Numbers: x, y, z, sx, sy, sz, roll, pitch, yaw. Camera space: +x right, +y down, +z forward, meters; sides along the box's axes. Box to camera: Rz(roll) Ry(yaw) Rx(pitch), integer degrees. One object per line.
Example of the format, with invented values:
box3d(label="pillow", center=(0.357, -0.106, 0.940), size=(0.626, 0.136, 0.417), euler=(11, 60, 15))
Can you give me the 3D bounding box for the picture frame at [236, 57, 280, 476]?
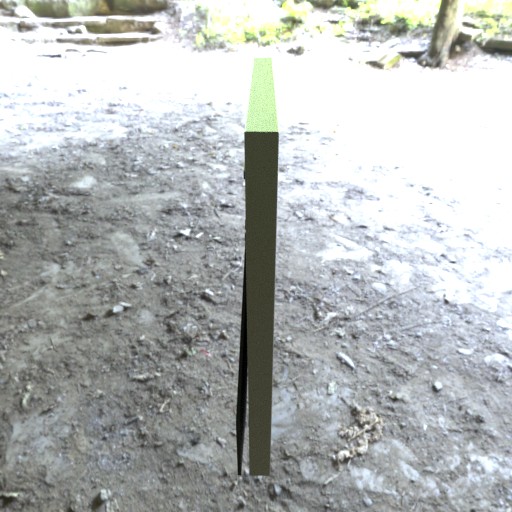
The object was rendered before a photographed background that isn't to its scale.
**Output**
box3d(label="picture frame", center=(0.000, 0.000, 0.521), size=(0.036, 0.386, 0.307), euler=(0, 32, 1))
